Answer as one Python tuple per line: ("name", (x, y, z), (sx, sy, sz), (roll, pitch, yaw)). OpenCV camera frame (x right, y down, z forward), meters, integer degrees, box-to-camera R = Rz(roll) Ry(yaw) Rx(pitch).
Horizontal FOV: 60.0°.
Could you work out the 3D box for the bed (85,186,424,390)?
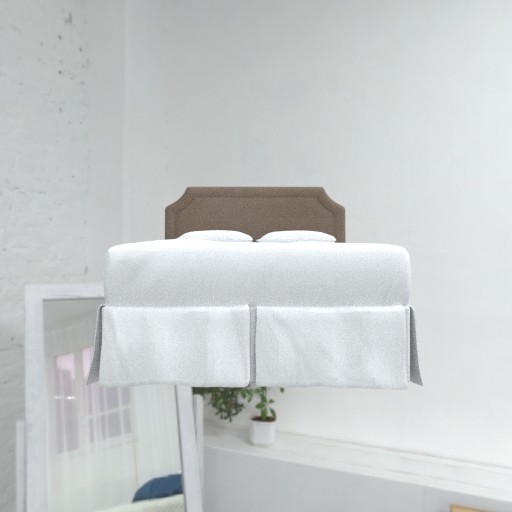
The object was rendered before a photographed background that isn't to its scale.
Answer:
("bed", (0.000, 0.000, 3.138), (1.693, 1.290, 2.116), (0, 0, 0))
